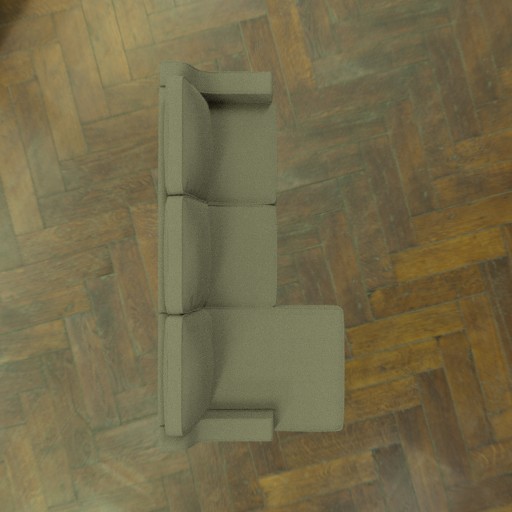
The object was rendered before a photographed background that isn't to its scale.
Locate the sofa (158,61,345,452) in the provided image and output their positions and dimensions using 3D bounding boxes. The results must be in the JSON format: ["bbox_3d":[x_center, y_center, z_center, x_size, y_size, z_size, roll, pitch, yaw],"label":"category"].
[{"bbox_3d":[0.000,0.000,3.181,1.294,0.928,2.561,0,90,0],"label":"sofa"}]
